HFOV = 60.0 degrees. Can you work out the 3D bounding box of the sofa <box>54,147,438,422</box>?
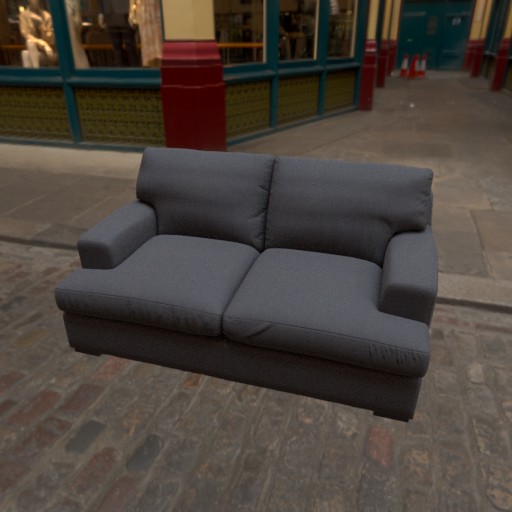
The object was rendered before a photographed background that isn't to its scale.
[{"bbox_3d":[0.000,0.000,2.462,1.880,0.940,1.143,8,28,15],"label":"sofa"}]
